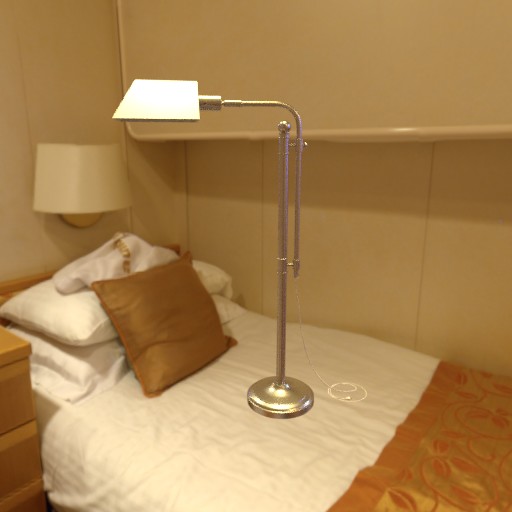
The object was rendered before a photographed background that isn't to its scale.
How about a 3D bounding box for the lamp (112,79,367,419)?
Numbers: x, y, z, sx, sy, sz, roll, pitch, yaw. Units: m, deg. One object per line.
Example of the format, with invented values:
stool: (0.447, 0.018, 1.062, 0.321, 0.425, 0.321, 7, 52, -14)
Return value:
lamp: (0.000, 0.000, 0.961, 0.546, 0.708, 0.159, -2, 14, -9)
